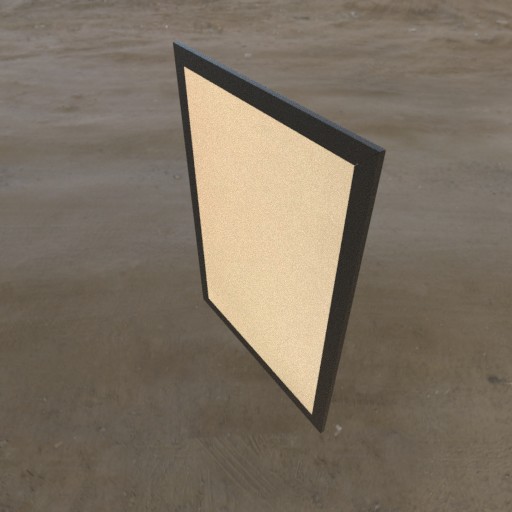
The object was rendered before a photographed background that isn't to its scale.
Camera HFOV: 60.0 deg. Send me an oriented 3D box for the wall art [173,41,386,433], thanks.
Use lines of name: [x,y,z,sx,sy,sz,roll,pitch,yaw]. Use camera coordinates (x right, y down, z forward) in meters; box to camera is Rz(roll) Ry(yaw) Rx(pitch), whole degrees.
wall art: [0.000,0.000,0.683,0.008,0.530,0.379,-26,49,-26]
